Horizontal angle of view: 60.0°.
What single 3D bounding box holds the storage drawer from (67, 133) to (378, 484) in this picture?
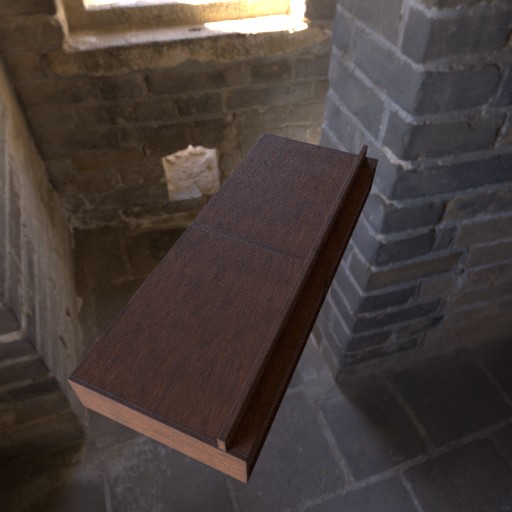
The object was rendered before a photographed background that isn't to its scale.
[{"bbox_3d":[0.000,0.000,2.251,0.774,0.339,1.914,18,49,16],"label":"storage drawer"}]
